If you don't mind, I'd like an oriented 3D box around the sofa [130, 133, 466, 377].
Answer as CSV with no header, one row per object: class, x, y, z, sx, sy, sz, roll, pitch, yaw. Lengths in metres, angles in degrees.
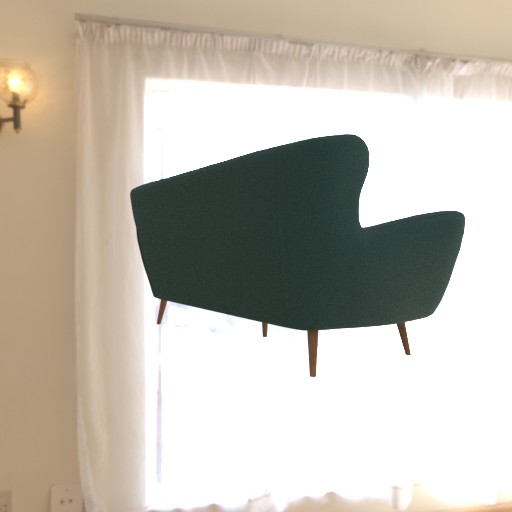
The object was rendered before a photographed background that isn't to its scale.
sofa,0.000,0.000,2.407,0.889,0.890,1.930,-1,1,-36
